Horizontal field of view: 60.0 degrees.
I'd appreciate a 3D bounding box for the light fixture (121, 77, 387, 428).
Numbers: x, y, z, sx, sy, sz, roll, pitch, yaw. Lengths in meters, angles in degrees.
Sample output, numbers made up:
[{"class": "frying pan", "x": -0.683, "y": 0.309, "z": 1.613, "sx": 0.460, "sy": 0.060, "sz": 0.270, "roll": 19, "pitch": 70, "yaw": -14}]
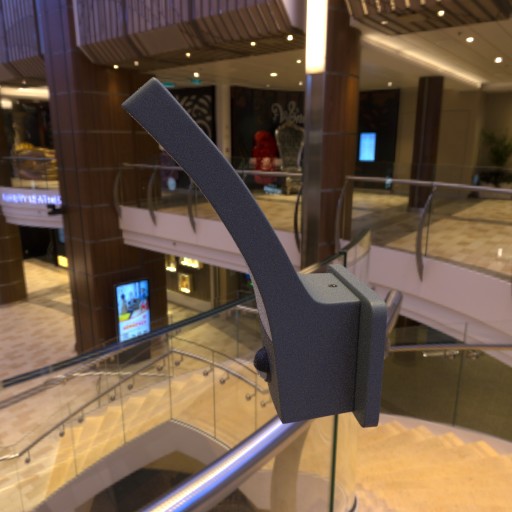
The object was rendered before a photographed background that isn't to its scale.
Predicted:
[{"class": "light fixture", "x": 0.000, "y": 0.000, "z": 0.334, "sx": 0.174, "sy": 0.243, "sz": 0.108, "roll": -2, "pitch": 15, "yaw": -8}]
